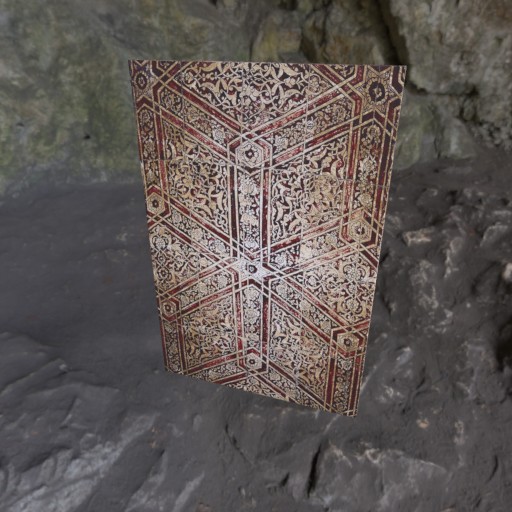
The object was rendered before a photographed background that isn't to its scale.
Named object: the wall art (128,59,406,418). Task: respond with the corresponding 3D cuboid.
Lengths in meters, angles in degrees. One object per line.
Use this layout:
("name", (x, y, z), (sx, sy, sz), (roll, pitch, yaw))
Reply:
("wall art", (0.000, 0.000, 0.748), (0.397, 0.599, 0.020), (9, 28, 17))
